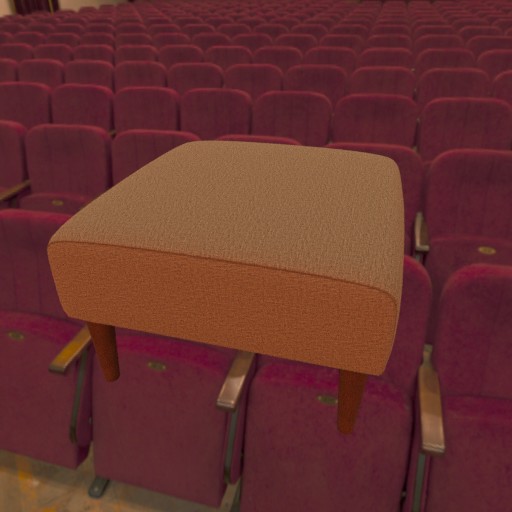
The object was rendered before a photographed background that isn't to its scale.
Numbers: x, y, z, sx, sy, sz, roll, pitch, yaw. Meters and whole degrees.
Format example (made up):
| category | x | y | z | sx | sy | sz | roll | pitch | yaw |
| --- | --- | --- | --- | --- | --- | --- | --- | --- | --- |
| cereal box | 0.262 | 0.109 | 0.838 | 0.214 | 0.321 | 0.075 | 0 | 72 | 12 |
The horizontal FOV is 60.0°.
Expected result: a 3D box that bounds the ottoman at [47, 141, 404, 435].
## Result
| category | x | y | z | sx | sy | sz | roll | pitch | yaw |
| --- | --- | --- | --- | --- | --- | --- | --- | --- | --- |
| ottoman | 0.000 | 0.000 | 1.066 | 0.649 | 0.398 | 0.650 | 8 | 31 | 13 |
